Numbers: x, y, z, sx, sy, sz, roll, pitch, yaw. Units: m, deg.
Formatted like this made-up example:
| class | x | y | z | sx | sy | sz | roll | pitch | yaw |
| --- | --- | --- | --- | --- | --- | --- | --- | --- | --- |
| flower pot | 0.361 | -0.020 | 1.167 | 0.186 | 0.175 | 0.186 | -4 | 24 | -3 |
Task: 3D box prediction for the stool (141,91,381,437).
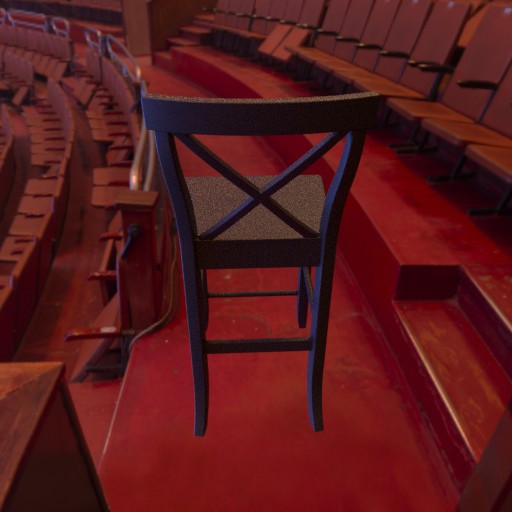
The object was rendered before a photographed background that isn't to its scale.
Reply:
| class | x | y | z | sx | sy | sz | roll | pitch | yaw |
| --- | --- | --- | --- | --- | --- | --- | --- | --- | --- |
| stool | 0.000 | 0.000 | 1.279 | 0.452 | 0.989 | 0.559 | -1 | 31 | -2 |
